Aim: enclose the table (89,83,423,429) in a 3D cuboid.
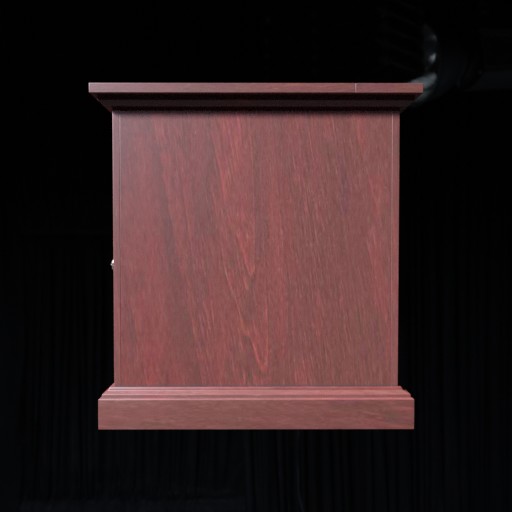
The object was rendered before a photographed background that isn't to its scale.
[{"bbox_3d":[0.000,0.000,0.958,0.584,0.612,0.356,0,1,0],"label":"table"}]
